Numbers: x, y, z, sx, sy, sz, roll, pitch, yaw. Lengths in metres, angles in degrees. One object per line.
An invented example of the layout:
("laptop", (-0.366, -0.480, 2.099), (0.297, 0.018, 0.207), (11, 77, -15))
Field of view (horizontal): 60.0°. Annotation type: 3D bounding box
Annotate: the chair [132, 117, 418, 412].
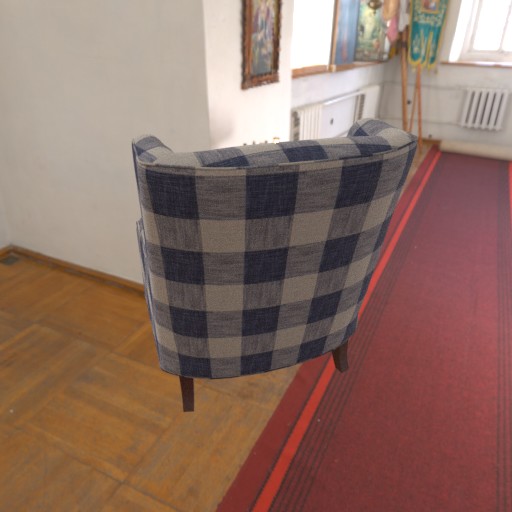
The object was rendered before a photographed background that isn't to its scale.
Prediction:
("chair", (0.000, 0.000, 1.702), (0.830, 1.041, 0.889), (-9, 30, -17))
